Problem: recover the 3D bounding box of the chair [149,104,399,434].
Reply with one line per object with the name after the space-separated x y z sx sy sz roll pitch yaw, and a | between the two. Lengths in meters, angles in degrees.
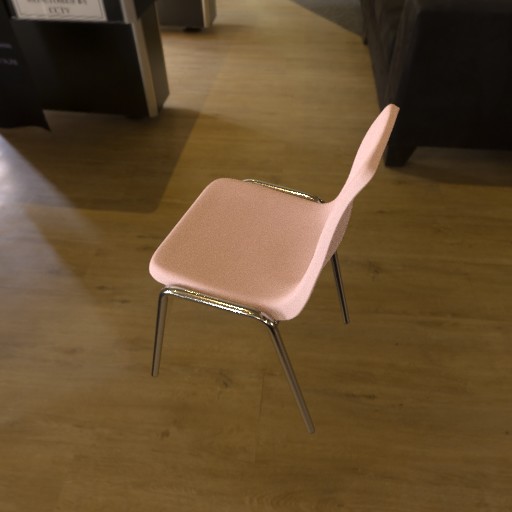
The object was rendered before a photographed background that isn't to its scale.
0.000 0.000 0.955 0.436 0.704 0.381 16 48 15 | chair
